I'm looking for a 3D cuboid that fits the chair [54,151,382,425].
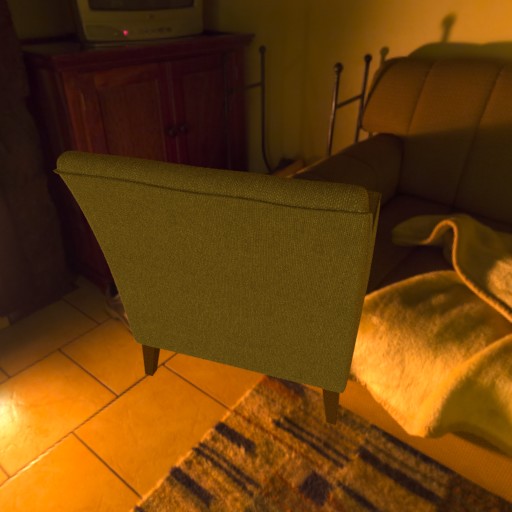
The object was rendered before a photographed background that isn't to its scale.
[{"bbox_3d":[0.000,0.000,1.562,0.780,0.919,0.899,10,33,16],"label":"chair"}]
